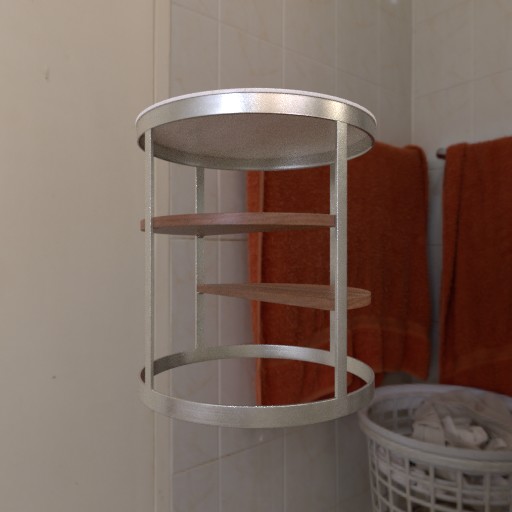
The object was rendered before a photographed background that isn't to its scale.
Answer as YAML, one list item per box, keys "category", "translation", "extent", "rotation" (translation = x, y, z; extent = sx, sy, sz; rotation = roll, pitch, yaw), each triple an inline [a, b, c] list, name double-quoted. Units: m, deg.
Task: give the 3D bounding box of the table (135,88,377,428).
- category: "table"
  translation: [0.000, 0.000, 0.777]
  extent: [0.407, 0.447, 0.407]
  rotation: [0, 0, 0]
